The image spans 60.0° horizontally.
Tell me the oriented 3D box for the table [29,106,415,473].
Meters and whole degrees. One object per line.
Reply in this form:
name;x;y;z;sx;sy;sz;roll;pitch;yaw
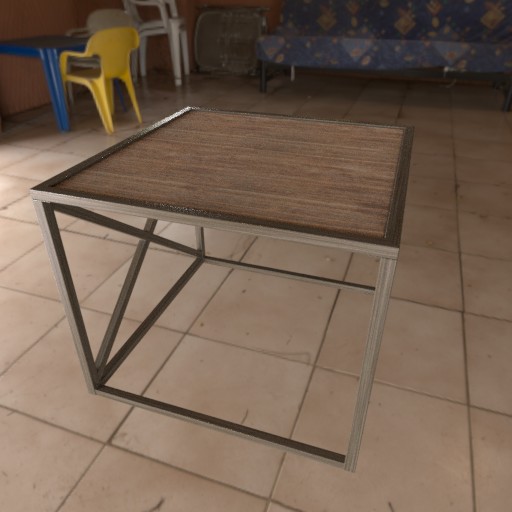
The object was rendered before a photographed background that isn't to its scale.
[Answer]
table;0.000;0.000;1.050;0.609;0.507;0.611;10;33;16
